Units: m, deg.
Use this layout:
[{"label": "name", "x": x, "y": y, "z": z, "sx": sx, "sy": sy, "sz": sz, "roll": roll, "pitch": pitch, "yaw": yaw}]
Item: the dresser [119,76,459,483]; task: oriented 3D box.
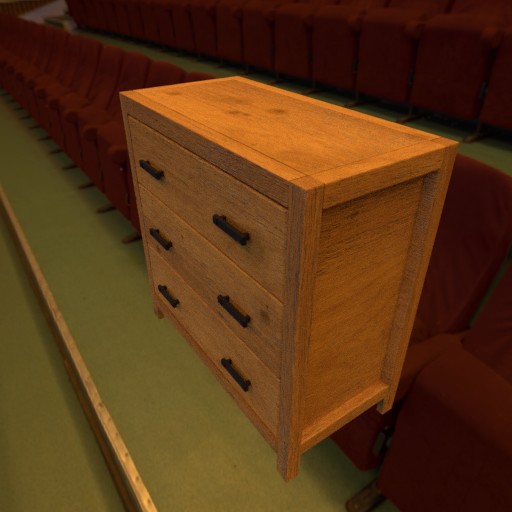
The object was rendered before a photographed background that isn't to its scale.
[{"label": "dresser", "x": 0.000, "y": 0.000, "z": 1.268, "sx": 0.427, "sy": 0.804, "sz": 0.804, "roll": -21, "pitch": 38, "yaw": -29}]
